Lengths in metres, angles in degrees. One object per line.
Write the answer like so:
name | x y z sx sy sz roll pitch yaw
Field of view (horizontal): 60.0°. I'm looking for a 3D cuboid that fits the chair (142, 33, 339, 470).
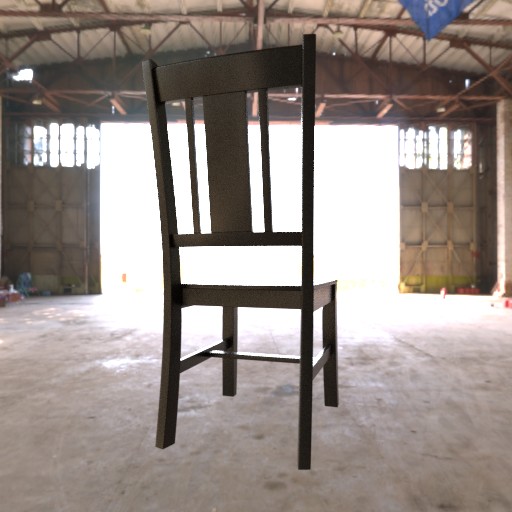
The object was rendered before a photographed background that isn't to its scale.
chair | 0.000 0.000 1.303 0.450 0.998 0.555 0 -1 18
